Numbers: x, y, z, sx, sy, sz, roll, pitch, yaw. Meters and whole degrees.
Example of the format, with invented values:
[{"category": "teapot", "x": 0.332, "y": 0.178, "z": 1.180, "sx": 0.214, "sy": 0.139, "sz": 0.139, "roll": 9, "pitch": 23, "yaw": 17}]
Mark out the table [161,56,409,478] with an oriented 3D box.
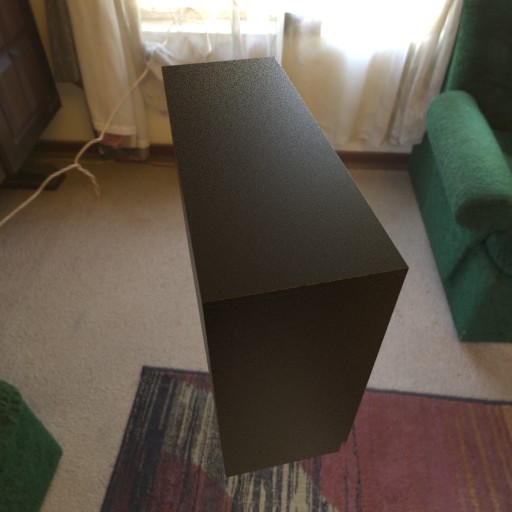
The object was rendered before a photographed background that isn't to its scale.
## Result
[{"category": "table", "x": 0.000, "y": 0.000, "z": 1.326, "sx": 0.380, "sy": 0.790, "sz": 0.930, "roll": -9, "pitch": 46, "yaw": -9}]
